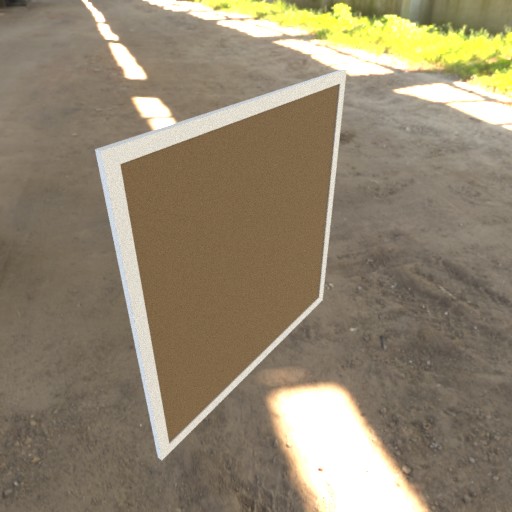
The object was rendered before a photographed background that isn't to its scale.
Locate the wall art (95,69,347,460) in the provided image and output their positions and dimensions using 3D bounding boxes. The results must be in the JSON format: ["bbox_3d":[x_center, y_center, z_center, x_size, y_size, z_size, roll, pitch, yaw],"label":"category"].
[{"bbox_3d":[0.000,0.000,1.179,0.015,0.812,0.812,22,39,30],"label":"wall art"}]
